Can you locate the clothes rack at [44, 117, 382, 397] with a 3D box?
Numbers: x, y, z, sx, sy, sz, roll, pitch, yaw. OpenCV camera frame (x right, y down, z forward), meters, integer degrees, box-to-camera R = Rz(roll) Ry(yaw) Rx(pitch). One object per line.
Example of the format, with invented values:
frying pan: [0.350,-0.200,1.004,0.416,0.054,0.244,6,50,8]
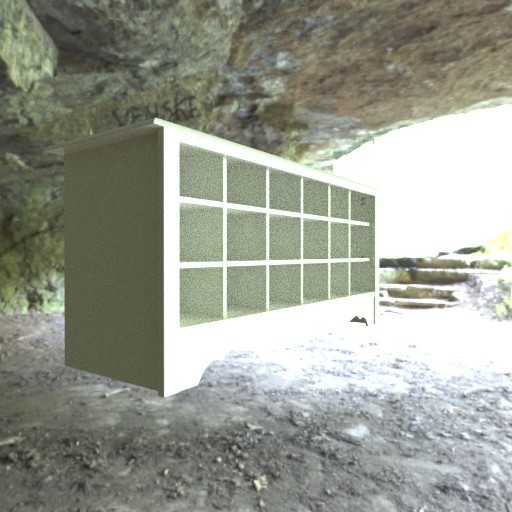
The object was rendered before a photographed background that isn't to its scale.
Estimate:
clothes rack: [0.000,0.000,1.468,0.405,0.558,1.218,0,0,36]
